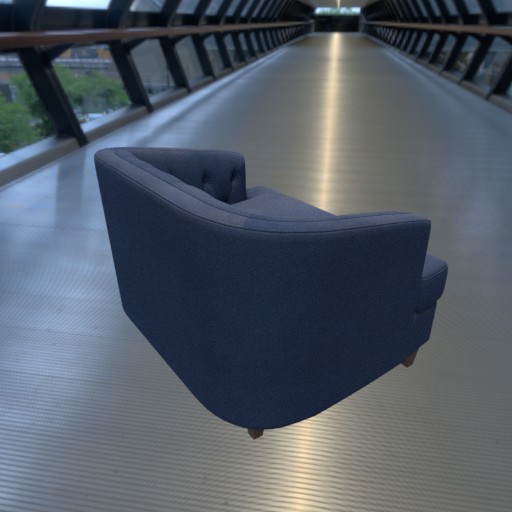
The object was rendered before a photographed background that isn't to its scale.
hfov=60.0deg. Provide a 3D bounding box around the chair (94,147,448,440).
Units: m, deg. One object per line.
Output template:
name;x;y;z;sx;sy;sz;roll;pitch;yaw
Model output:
chair;0.000;0.000;1.729;0.914;0.787;1.118;-18;32;-32
